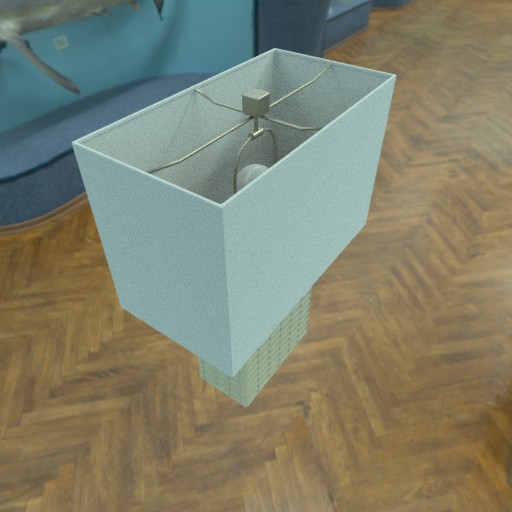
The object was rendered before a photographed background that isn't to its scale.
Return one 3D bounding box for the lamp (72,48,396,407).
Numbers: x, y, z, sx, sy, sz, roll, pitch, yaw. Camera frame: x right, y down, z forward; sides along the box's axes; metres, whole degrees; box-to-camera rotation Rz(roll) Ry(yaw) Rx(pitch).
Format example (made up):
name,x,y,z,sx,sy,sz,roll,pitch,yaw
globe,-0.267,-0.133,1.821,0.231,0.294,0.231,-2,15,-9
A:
name,x,y,z,sx,sy,sz,roll,pitch,yaw
lamp,0.000,0.000,0.693,0.200,0.515,0.380,25,48,26
